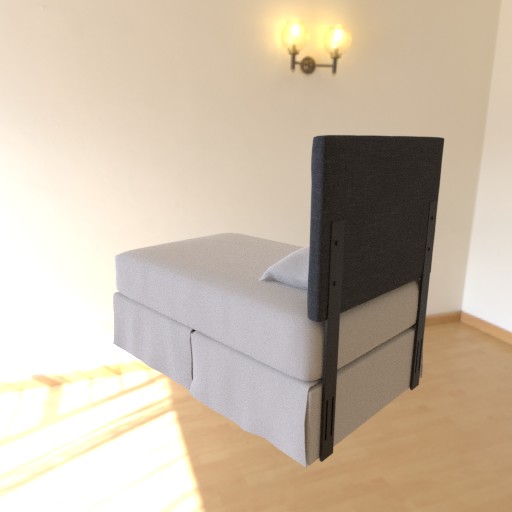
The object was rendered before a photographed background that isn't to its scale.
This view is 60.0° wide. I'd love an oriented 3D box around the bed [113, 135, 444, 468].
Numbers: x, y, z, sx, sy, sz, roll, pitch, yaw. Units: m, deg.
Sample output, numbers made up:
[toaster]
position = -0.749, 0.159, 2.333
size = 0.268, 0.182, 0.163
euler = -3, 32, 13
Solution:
[bed]
position = 0.000, 0.000, 3.037
size = 1.261, 1.571, 1.997
euler = -14, 20, -43
